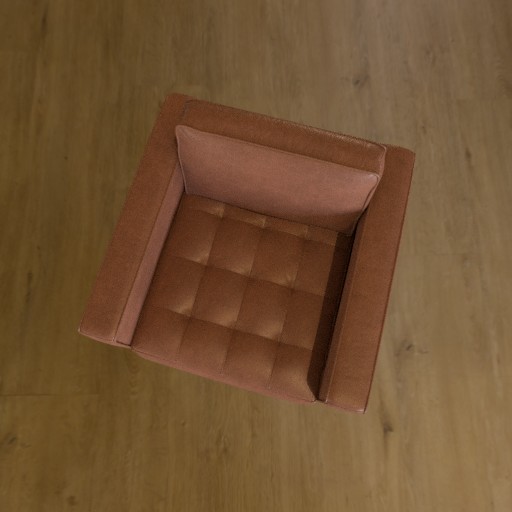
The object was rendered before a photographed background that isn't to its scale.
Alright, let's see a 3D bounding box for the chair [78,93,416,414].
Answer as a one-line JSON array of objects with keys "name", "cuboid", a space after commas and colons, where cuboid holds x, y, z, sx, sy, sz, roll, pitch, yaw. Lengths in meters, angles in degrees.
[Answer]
[{"name": "chair", "cuboid": [0.000, 0.000, 1.571, 0.920, 0.770, 0.900, 15, 76, 4]}]
